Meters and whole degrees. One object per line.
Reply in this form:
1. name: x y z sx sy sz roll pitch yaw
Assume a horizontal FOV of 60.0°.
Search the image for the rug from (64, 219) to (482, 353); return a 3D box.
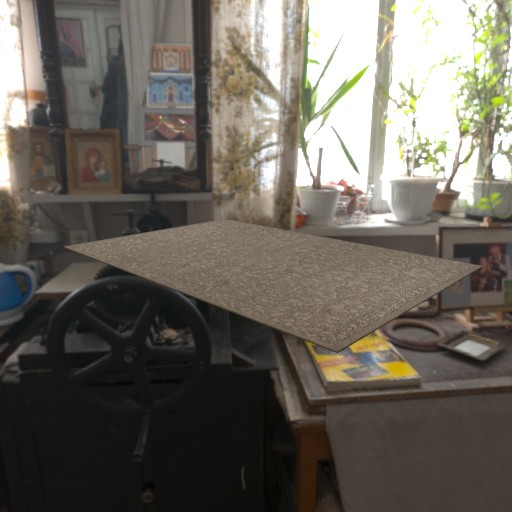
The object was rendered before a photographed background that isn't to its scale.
1. rug: 0.000 0.000 2.304 1.827 0.006 1.221 14 20 42
